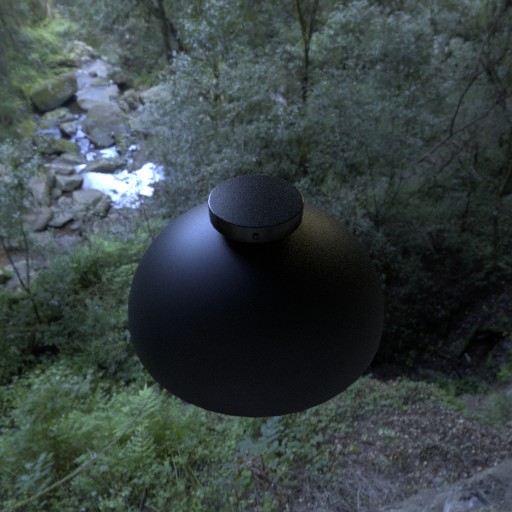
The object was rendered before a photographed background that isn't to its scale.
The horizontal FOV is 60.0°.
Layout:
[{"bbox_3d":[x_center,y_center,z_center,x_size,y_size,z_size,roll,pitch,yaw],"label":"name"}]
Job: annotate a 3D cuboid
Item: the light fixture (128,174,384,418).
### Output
[{"bbox_3d":[0.000,0.000,0.577,0.355,0.177,0.355,0,41,0],"label":"light fixture"}]
